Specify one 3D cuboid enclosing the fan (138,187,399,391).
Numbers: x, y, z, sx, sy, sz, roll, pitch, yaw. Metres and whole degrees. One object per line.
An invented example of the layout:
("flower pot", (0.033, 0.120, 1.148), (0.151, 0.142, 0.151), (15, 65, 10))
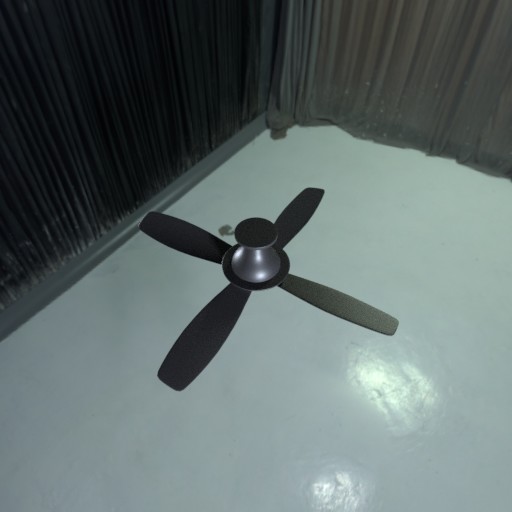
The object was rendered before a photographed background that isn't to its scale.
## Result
("fan", (0.000, 0.000, 2.519), (1.694, 0.382, 1.694), (23, 52, 20))
